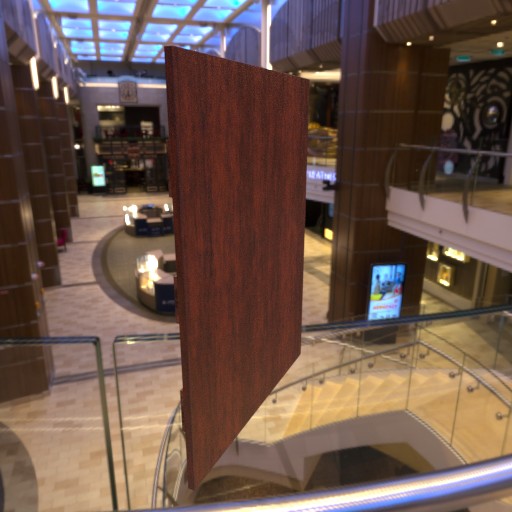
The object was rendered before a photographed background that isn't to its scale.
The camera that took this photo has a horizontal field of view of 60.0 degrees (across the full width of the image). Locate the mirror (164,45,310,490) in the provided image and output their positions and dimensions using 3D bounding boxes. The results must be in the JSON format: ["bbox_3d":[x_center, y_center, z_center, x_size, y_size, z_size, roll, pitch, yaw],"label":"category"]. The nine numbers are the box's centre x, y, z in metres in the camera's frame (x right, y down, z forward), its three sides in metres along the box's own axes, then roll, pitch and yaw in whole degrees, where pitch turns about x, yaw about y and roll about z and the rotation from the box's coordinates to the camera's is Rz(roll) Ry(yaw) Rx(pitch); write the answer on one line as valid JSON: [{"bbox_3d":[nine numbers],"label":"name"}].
[{"bbox_3d":[0.000,0.000,1.022,0.021,0.805,0.600,8,19,25],"label":"mirror"}]
